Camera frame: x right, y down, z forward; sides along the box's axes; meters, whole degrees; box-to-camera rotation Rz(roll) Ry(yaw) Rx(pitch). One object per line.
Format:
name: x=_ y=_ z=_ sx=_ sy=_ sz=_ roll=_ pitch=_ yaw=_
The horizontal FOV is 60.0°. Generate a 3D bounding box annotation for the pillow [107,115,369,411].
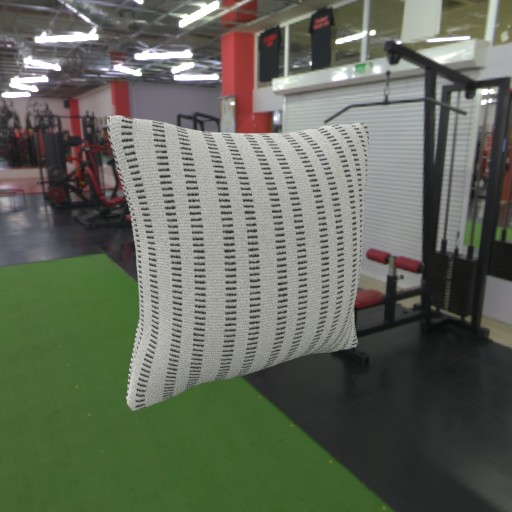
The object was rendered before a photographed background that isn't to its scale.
pillow: x=0.000 y=0.000 z=0.709 sx=0.438 sy=0.419 sz=0.247 roll=-8 pitch=16 yaw=-28
